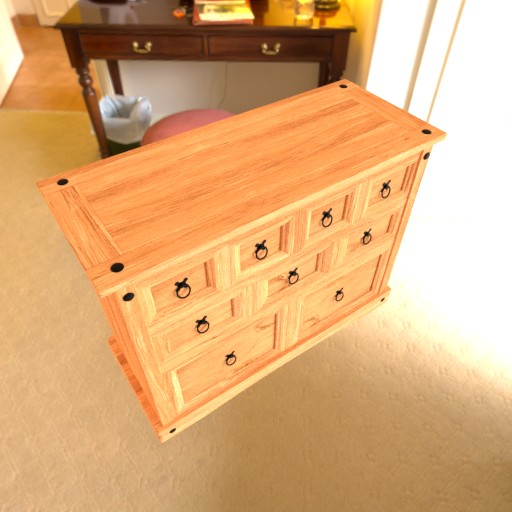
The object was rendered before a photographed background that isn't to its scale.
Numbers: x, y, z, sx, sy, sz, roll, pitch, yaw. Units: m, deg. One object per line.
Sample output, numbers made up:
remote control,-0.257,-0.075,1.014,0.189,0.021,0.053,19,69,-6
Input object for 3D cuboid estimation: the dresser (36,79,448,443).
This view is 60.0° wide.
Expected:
dresser,0.000,0.000,1.393,0.990,0.740,0.410,-26,51,-23
